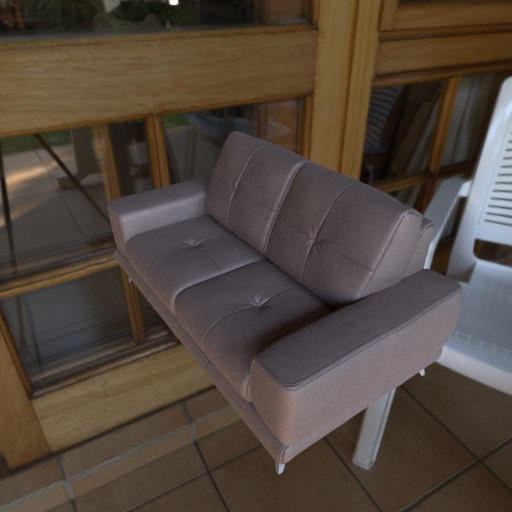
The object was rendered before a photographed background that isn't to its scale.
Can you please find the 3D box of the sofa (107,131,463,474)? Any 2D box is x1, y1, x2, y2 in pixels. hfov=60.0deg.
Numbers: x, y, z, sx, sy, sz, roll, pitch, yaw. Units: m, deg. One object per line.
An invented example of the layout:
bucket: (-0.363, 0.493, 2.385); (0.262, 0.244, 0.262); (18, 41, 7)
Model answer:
sofa: (0.000, 0.000, 2.333); (1.018, 0.907, 1.806); (-21, 38, -29)
